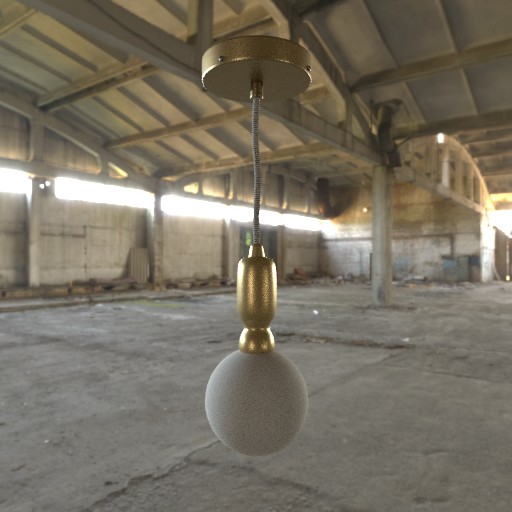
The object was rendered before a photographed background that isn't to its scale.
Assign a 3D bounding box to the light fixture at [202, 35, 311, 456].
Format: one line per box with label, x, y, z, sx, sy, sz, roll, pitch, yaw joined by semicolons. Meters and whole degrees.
light fixture;0.000;0.000;0.580;0.147;0.510;0.146;-1;-1;36
